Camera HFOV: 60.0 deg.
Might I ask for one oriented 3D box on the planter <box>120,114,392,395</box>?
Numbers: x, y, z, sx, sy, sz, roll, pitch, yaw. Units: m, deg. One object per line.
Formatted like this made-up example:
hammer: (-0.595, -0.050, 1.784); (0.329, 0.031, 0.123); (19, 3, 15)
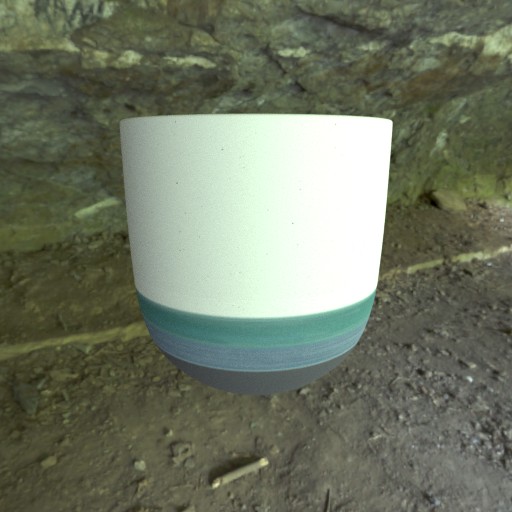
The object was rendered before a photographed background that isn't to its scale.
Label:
planter: (0.000, 0.000, 0.371); (0.204, 0.214, 0.204); (0, 14, 0)
